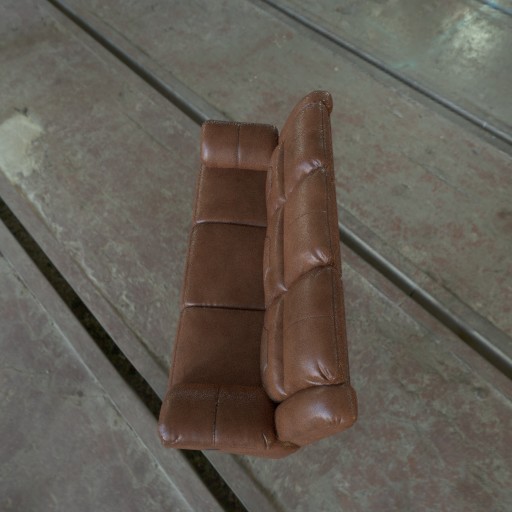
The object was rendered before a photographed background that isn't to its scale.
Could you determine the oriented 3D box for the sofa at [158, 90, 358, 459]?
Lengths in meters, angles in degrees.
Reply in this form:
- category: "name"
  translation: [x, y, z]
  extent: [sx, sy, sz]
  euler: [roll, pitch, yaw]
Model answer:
- category: "sofa"
  translation: [0.000, 0.000, 2.878]
  extent: [0.991, 1.043, 2.337]
  euler: [2, 58, 1]
